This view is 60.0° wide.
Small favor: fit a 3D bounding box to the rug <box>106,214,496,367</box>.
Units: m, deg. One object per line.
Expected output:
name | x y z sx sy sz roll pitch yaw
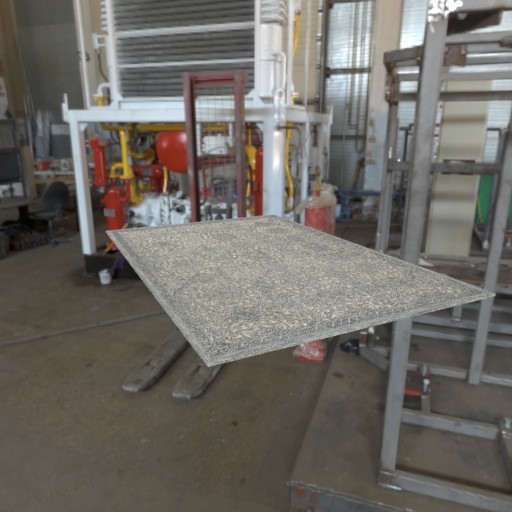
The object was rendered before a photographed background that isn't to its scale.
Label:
rug | 0.000 0.000 2.273 1.208 0.012 1.819 -8 18 -25
